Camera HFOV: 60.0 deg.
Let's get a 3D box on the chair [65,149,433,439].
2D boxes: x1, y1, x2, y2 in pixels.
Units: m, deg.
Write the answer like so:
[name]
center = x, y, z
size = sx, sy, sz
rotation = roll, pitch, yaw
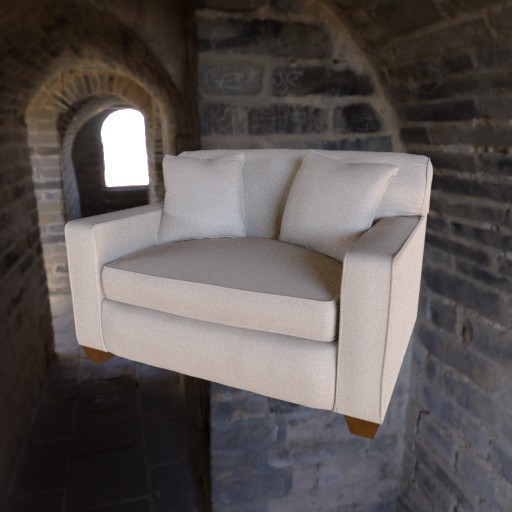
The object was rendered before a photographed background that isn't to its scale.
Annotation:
[chair]
center = 0.000, 0.000, 2.035
size = 1.383, 0.948, 1.000
rotation = 7, 17, 25
